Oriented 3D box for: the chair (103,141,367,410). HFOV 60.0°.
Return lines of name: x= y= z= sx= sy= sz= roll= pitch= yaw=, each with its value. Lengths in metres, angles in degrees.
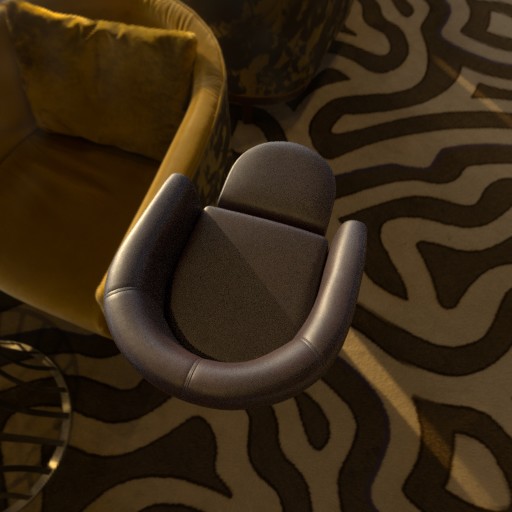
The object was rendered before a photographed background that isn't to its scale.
chair: x=0.000 y=0.000 z=1.658 sx=0.737 sy=0.755 sz=1.176 roll=16 pitch=66 yaw=7
